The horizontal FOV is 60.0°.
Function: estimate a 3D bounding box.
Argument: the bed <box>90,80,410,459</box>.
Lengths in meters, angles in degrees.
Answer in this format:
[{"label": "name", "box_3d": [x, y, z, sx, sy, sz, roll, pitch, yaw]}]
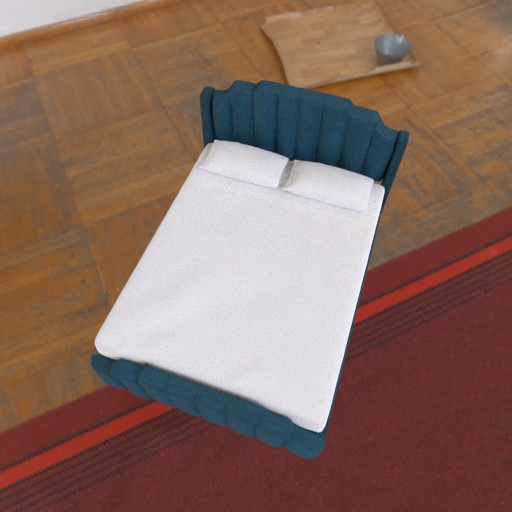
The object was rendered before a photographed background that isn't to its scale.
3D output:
[{"label": "bed", "box_3d": [0.000, 0.000, 3.324, 1.676, 1.351, 2.322, 16, 59, 10]}]
